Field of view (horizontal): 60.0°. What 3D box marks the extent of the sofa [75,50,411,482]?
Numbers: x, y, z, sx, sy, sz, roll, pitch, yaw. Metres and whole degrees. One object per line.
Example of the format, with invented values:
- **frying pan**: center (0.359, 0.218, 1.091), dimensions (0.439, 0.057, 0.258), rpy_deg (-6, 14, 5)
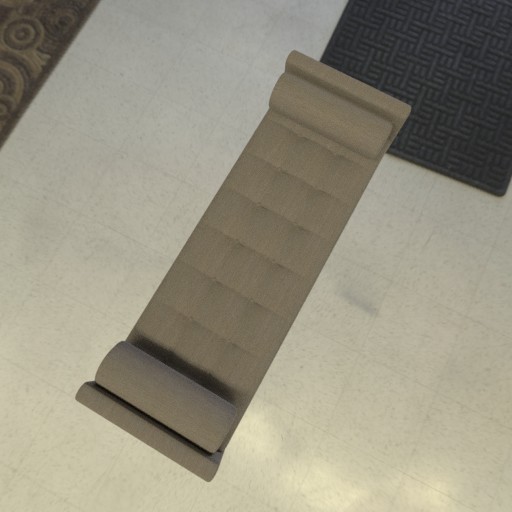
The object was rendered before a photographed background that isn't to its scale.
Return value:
- **sofa**: center (0.000, 0.000, 2.336), dimensions (0.686, 0.635, 1.981), rpy_deg (29, 78, 6)
